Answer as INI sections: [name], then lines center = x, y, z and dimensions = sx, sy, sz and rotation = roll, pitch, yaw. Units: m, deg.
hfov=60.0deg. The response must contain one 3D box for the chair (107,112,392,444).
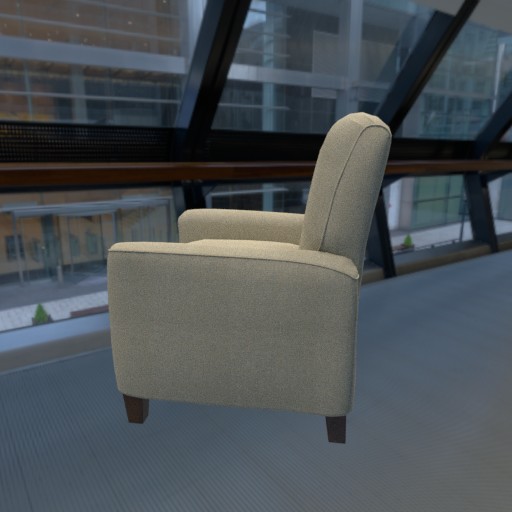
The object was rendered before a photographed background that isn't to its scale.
[chair]
center = 0.000, 0.000, 1.673
dimensions = 0.853, 1.006, 0.850
rotation = 2, 14, 9
